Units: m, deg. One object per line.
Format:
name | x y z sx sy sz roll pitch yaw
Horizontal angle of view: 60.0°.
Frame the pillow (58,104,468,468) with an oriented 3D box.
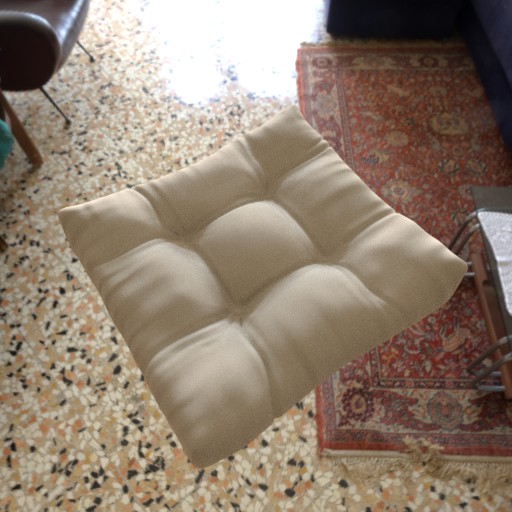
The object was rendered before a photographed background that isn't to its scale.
pillow | 0.000 0.000 0.727 0.490 0.128 0.468 -30 62 -17
